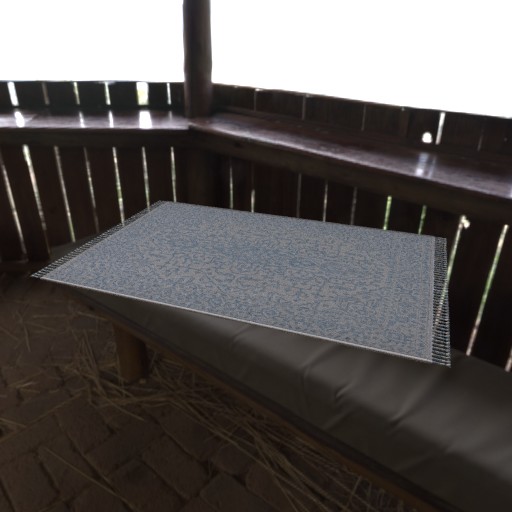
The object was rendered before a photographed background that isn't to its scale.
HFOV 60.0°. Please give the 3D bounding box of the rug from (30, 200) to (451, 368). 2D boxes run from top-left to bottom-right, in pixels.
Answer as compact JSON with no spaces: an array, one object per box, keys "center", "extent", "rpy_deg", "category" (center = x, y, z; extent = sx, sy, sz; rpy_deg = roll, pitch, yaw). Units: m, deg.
[{"center":[0.000,0.000,3.020],"extent":[2.438,0.010,1.524],"rpy_deg":[9,28,18],"category":"rug"}]
